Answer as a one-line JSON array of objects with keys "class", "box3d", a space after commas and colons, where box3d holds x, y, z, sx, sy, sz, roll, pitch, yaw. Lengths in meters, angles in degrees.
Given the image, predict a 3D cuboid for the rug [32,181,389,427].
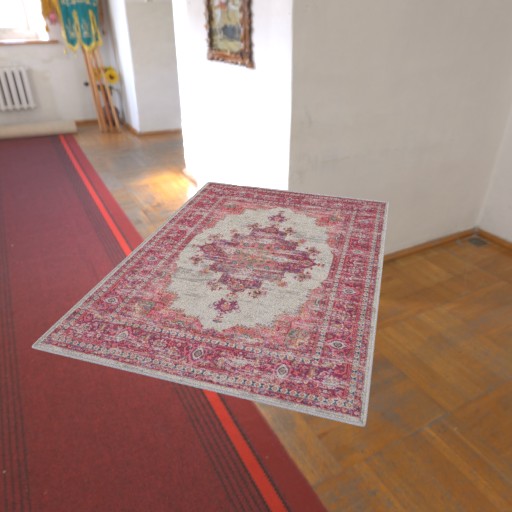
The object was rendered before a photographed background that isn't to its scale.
[{"class": "rug", "box3d": [0.000, 0.000, 2.818, 1.555, 0.011, 2.232, 9, 32, 14]}]
